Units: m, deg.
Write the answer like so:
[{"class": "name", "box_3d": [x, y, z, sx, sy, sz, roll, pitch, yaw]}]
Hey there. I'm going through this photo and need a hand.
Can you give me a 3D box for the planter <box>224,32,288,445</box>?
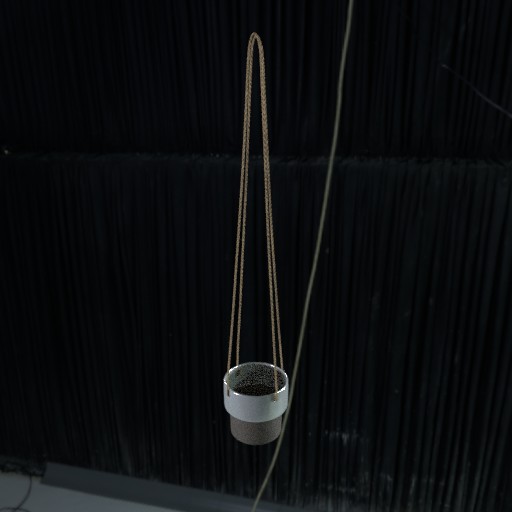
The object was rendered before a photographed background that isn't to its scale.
[{"class": "planter", "box_3d": [0.000, 0.000, 1.179, 0.187, 1.073, 0.187, 3, 16, 9]}]
